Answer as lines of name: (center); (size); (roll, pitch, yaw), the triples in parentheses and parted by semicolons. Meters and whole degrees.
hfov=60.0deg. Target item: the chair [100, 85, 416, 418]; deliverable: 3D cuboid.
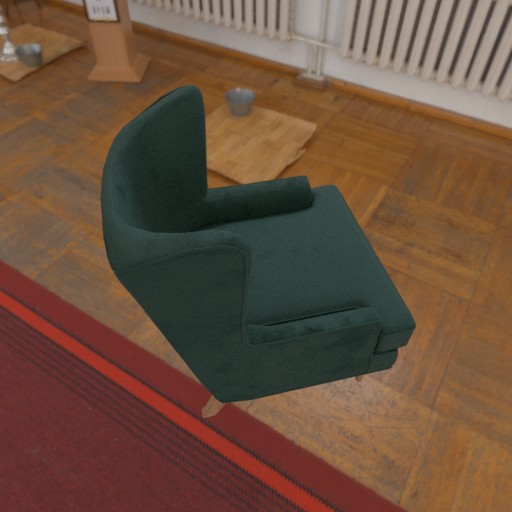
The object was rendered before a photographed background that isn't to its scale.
chair: (0.000, 0.000, 1.587); (0.910, 0.952, 0.793); (-10, 48, -9)
